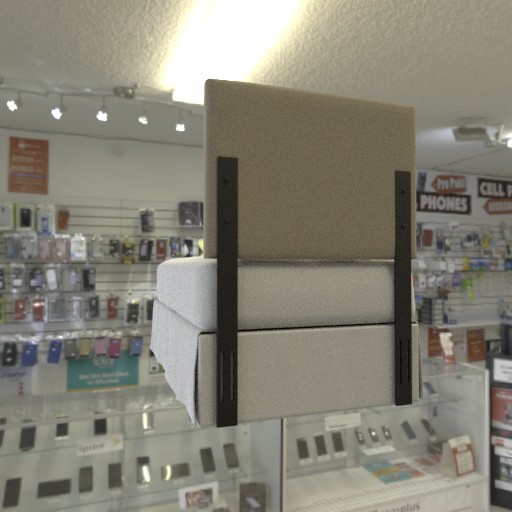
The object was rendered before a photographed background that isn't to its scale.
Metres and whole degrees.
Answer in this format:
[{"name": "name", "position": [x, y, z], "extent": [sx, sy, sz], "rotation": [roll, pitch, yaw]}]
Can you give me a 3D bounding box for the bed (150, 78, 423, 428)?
[{"name": "bed", "position": [0.000, 0.000, 3.075], "extent": [1.261, 1.571, 1.997], "rotation": [0, -1, -19]}]
